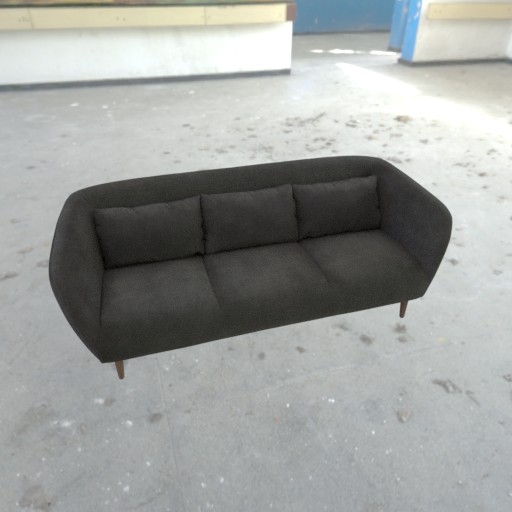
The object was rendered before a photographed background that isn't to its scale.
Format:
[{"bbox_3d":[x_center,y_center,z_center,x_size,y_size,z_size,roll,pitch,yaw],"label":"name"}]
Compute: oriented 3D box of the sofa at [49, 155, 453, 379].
[{"bbox_3d":[0.000,0.000,2.823,2.296,0.875,0.956,-9,34,-14],"label":"sofa"}]
